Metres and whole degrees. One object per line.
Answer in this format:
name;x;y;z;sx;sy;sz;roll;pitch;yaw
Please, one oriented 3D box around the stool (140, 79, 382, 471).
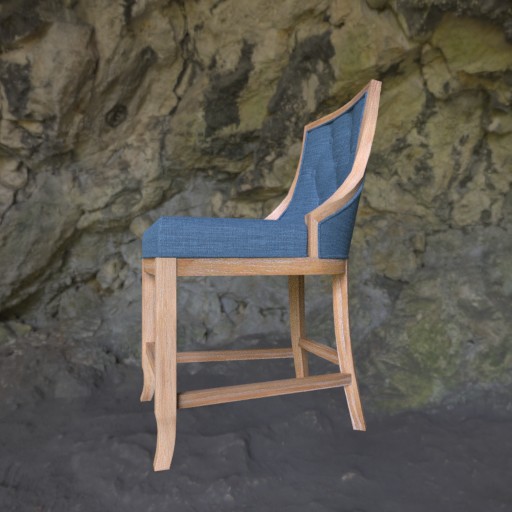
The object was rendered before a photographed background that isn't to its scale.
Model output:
stool;0.000;0.000;1.300;0.626;0.938;0.524;0;0;-18
